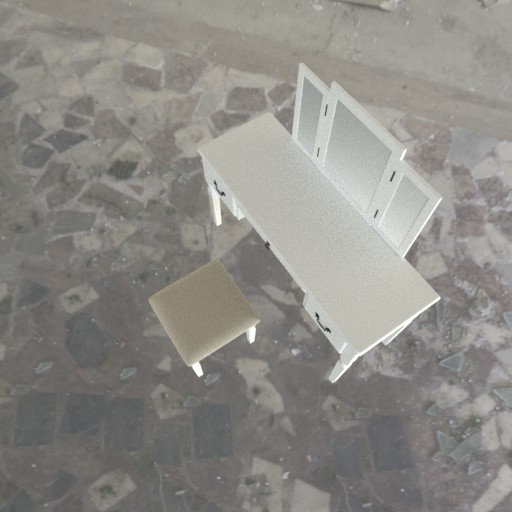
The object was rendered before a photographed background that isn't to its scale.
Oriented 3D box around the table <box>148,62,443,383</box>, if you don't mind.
[{"bbox_3d":[0.000,0.000,2.209,1.115,1.310,1.369,-31,67,-15],"label":"table"}]
